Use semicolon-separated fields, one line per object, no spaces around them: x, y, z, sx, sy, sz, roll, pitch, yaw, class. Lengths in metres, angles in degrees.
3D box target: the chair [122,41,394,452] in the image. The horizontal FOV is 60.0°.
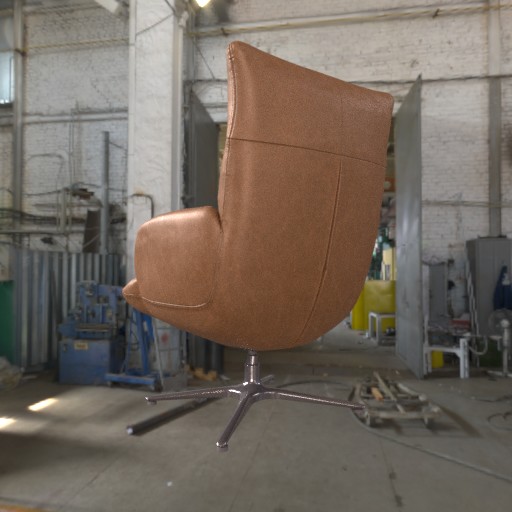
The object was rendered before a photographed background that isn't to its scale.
0.000;0.000;1.493;0.711;1.027;0.794;1;-2;-35;chair
